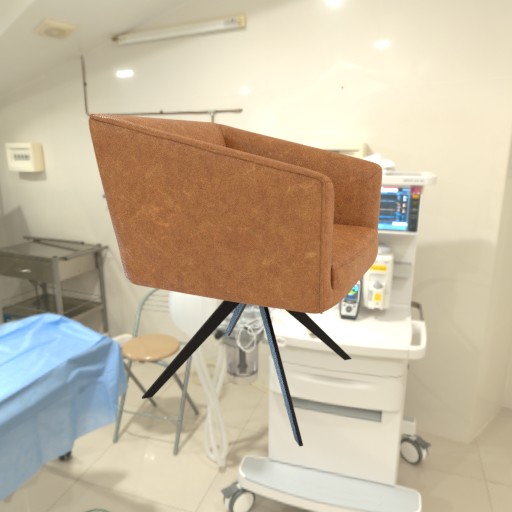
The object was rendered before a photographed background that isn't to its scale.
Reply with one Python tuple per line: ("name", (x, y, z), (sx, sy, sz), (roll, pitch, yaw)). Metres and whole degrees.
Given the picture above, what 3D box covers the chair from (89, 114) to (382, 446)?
("chair", (0.000, 0.000, 1.260), (0.625, 0.760, 0.588), (7, 16, 25))
